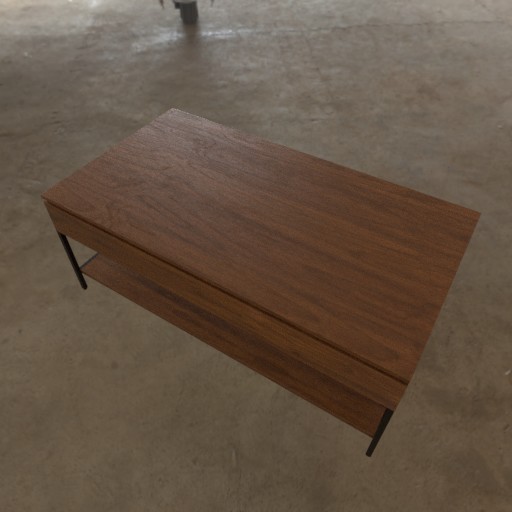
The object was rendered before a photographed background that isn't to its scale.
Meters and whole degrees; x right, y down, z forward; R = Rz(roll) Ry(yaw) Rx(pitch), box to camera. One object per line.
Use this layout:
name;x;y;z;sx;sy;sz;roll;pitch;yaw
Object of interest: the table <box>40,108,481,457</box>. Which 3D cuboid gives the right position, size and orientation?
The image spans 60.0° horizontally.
table;0.000;0.000;1.356;1.057;0.414;0.574;25;51;21
